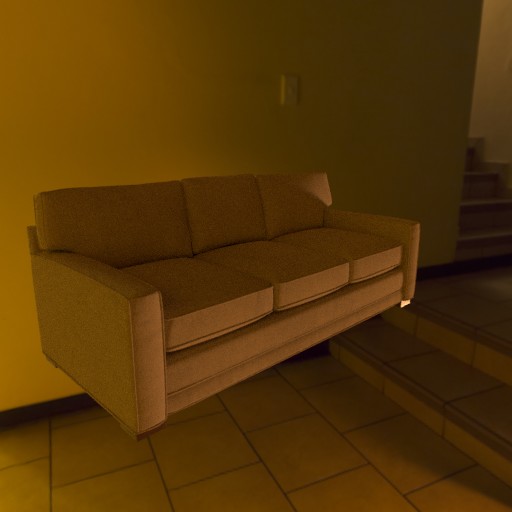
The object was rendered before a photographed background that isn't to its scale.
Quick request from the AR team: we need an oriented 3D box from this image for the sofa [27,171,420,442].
[{"bbox_3d":[0.000,0.000,2.491,2.093,0.862,0.936,-14,19,-43],"label":"sofa"}]
